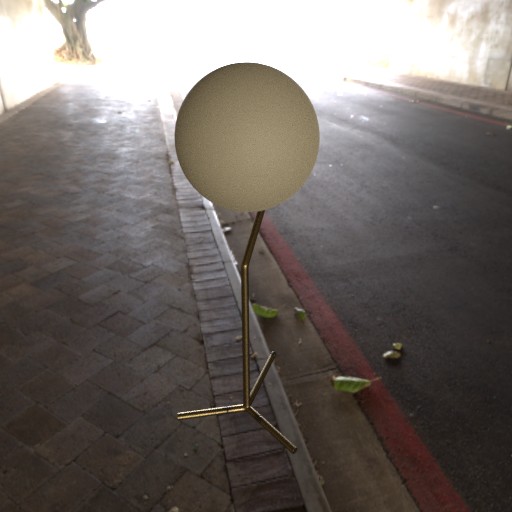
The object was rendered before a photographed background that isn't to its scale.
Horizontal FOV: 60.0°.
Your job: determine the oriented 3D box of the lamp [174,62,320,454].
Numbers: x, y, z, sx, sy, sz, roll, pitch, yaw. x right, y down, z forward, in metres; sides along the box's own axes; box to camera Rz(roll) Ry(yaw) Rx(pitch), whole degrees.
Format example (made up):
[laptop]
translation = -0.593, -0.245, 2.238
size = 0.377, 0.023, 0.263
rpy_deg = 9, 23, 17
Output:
[lamp]
translation = 0.000, 0.000, 0.684
size = 0.210, 0.552, 0.251
rpy_deg = 9, 28, 18
